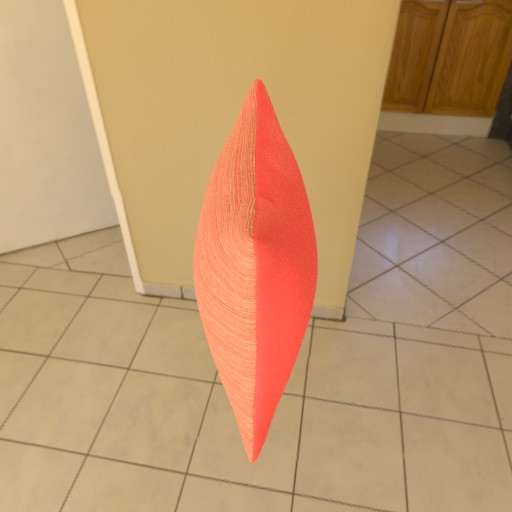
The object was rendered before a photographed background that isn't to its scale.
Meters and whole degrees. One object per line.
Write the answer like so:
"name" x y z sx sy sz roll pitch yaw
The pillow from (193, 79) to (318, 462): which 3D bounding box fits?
"pillow" 0.000 0.000 0.843 0.229 0.501 0.559 1 40 1
